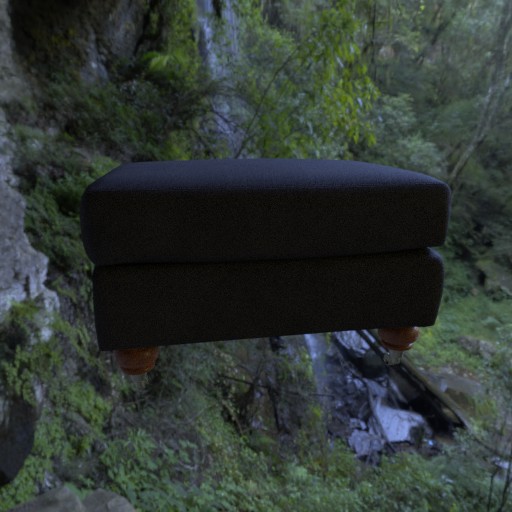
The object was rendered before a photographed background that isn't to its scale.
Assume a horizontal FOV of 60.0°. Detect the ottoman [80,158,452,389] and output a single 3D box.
[{"bbox_3d":[0.000,0.000,1.169,0.773,0.497,0.574,-3,16,-10],"label":"ottoman"}]
